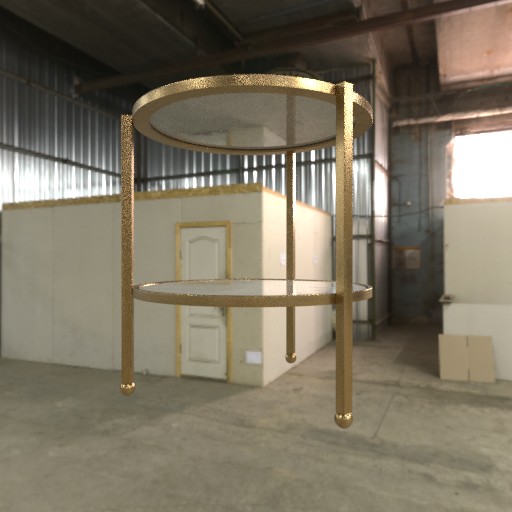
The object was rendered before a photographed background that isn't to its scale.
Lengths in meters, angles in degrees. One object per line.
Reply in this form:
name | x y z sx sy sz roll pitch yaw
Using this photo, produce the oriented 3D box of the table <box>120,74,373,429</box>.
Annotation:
table | 0.000 0.000 0.438 0.231 0.269 0.243 0 0 -37
